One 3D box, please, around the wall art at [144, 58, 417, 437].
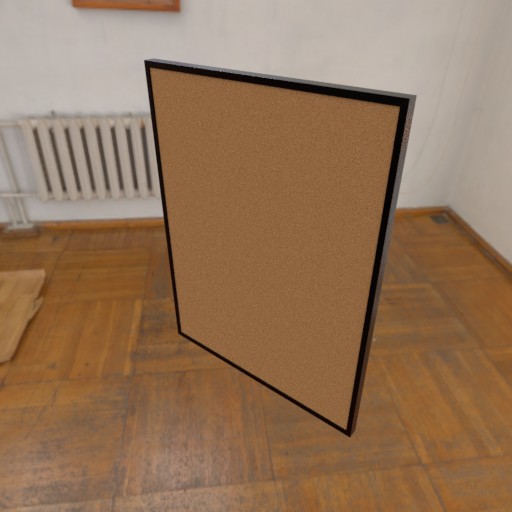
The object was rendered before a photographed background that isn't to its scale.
[{"bbox_3d":[0.000,0.000,1.381,0.805,1.062,0.040,23,38,32],"label":"wall art"}]
